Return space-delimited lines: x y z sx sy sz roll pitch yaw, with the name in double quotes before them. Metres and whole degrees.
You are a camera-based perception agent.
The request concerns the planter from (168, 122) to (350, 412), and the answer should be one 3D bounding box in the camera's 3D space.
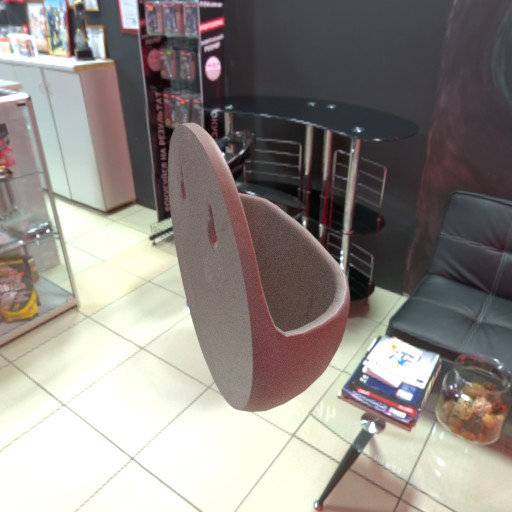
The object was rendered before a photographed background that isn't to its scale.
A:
"planter" 0.000 0.000 0.277 0.073 0.164 0.190 -11 32 -18
